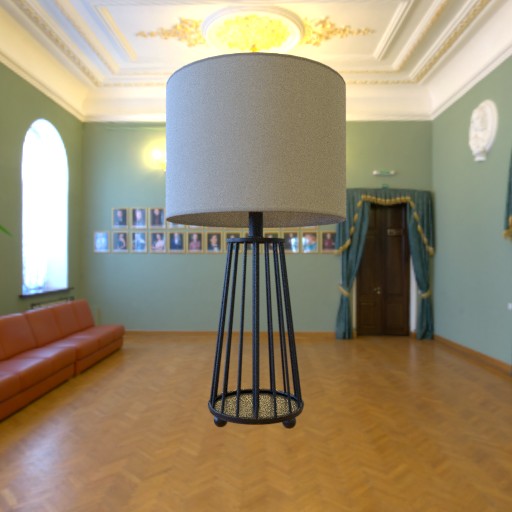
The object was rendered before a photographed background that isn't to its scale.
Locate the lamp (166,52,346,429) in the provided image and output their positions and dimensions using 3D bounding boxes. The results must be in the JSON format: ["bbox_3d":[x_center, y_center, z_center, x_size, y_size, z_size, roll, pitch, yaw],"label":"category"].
[{"bbox_3d":[0.000,0.000,0.805,0.322,0.593,0.322,0,-1,-1],"label":"lamp"}]
